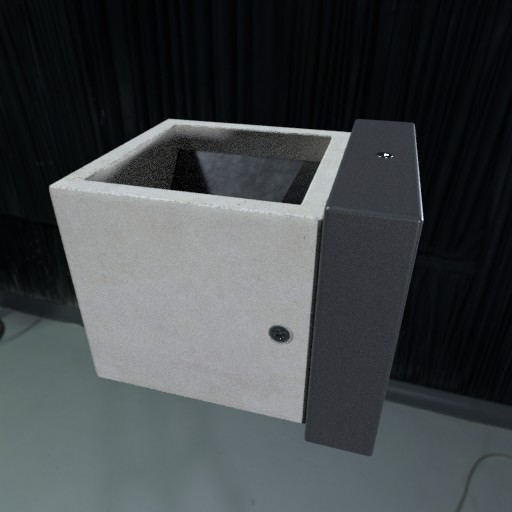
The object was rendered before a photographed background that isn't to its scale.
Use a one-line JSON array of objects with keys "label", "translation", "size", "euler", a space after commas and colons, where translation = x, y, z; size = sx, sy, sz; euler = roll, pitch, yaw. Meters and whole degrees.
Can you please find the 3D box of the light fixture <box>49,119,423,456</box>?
[{"label": "light fixture", "translation": [0.000, 0.000, 0.235], "size": [0.143, 0.121, 0.121], "euler": [8, 32, 13]}]
